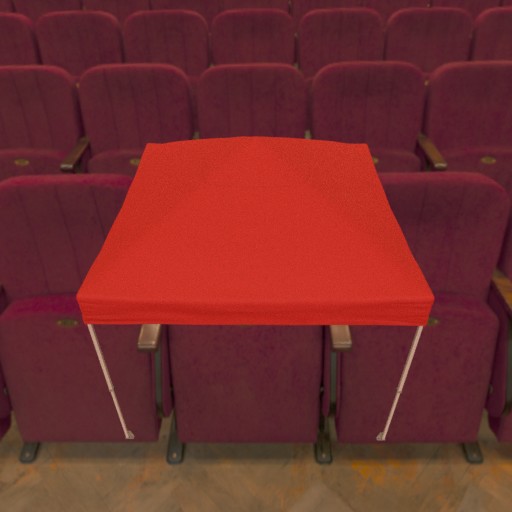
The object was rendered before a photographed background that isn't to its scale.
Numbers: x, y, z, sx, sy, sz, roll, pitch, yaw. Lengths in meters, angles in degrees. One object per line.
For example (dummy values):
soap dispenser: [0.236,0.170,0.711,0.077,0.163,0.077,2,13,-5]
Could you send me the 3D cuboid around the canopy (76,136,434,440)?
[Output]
canopy: [0.000,0.000,5.282,2.998,2.997,2.996,0,39,0]
